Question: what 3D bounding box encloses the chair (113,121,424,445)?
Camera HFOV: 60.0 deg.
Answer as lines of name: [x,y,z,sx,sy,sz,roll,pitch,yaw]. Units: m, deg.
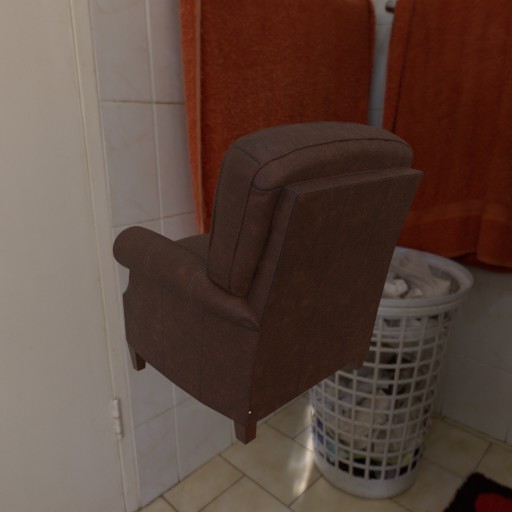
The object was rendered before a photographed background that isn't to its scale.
chair: [0.000,0.000,1.751,0.936,1.018,0.986,-16,23,-42]
